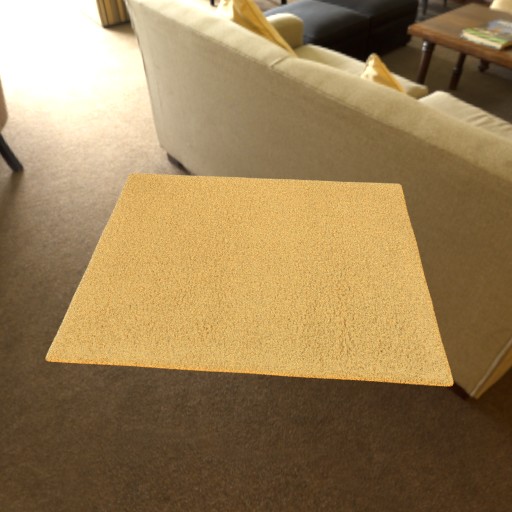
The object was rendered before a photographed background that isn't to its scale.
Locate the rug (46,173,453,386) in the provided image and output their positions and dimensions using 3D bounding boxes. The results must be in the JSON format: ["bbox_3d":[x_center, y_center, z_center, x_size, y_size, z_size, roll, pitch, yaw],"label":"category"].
[{"bbox_3d":[0.000,0.000,4.133,3.047,0.029,2.438,3,46,3],"label":"rug"}]
